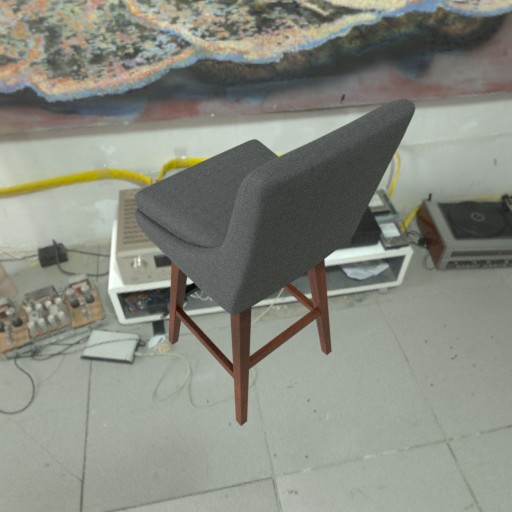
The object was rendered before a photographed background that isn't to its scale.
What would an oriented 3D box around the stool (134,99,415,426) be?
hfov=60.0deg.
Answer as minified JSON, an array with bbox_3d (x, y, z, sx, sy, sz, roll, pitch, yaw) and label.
[{"bbox_3d":[0.000,0.000,1.233,0.447,0.977,0.524,-32,54,-27],"label":"stool"}]
